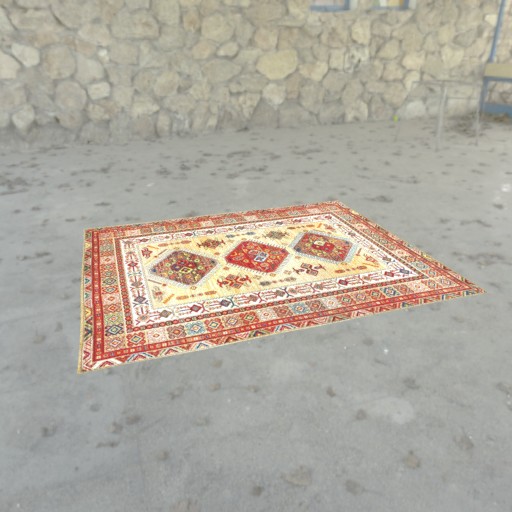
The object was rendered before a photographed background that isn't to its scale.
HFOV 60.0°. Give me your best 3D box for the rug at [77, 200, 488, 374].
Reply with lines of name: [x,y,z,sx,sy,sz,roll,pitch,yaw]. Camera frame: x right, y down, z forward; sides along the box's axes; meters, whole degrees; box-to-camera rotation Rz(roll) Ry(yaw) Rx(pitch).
rug: [0.000,0.000,4.130,3.067,0.005,2.460,-8,26,-17]
